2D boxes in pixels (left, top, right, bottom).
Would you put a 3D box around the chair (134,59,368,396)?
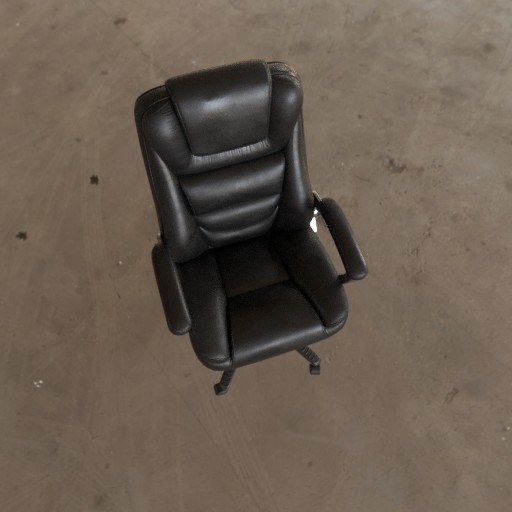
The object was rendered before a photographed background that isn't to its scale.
[{"bbox_3d":[0.000,0.000,1.513,0.697,1.075,0.689,-16,62,-9],"label":"chair"}]
